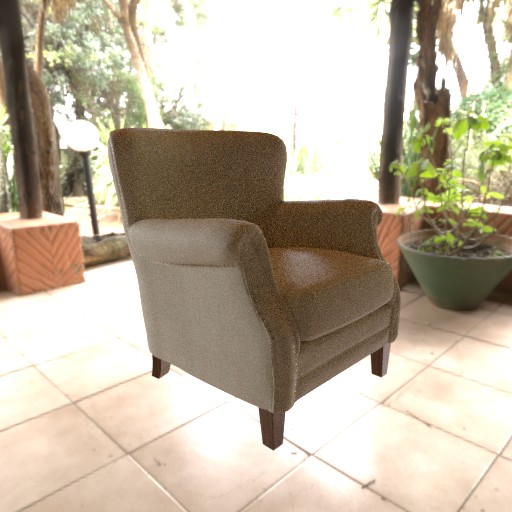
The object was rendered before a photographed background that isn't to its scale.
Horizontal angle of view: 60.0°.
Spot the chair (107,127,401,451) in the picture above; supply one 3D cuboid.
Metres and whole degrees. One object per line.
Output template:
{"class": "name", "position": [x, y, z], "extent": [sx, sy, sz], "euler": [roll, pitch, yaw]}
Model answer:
{"class": "chair", "position": [0.000, 0.000, 1.674], "extent": [0.921, 0.936, 0.861], "euler": [13, 19, 43]}
